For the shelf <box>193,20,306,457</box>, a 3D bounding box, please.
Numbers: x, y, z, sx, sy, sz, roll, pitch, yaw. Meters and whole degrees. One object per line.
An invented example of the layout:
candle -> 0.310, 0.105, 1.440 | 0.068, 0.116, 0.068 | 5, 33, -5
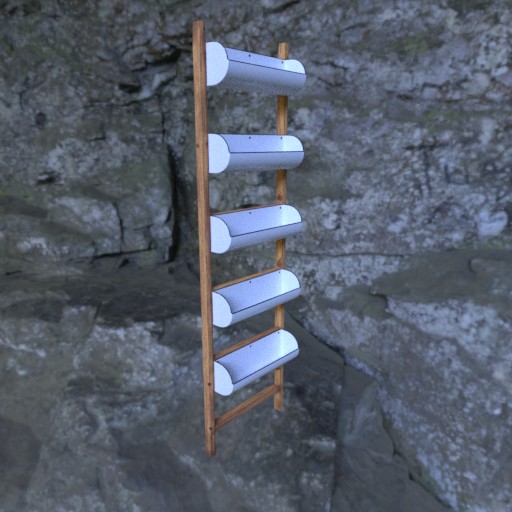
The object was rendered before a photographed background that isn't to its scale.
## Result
shelf -> 0.000, 0.000, 1.727 | 0.141, 1.600, 0.454 | 13, 19, 41
